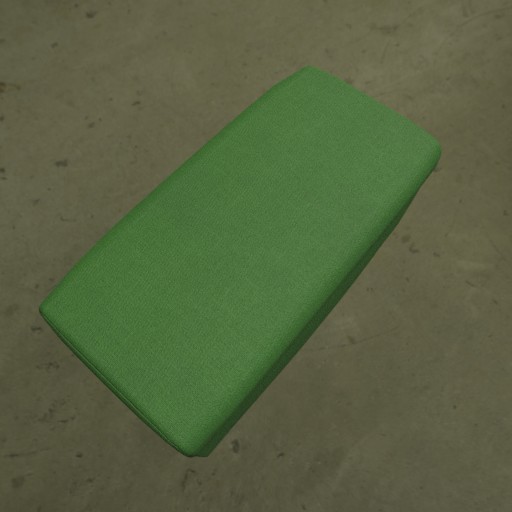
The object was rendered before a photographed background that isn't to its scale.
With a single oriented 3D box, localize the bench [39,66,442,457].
[{"bbox_3d":[0.000,0.000,1.259,0.505,0.501,0.989,38,70,16],"label":"bench"}]
